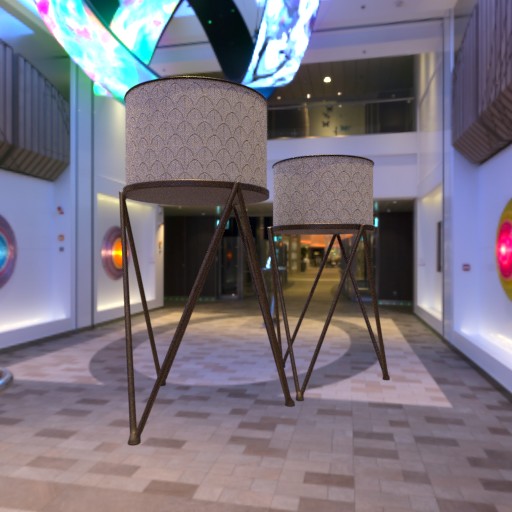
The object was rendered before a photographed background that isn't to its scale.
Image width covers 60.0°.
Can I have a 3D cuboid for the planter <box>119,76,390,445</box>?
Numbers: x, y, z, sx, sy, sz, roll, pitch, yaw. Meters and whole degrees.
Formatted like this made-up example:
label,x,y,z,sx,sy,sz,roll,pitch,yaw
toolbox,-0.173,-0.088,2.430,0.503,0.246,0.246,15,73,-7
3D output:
label,x,y,z,sx,sy,sz,roll,pitch,yaw
planter,0.000,0.000,1.165,0.769,0.712,0.413,0,0,-34
